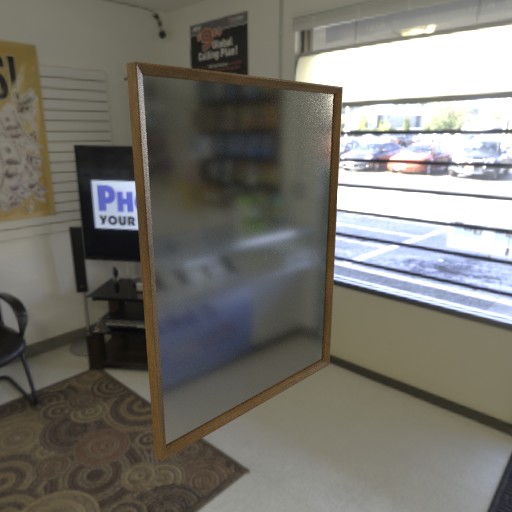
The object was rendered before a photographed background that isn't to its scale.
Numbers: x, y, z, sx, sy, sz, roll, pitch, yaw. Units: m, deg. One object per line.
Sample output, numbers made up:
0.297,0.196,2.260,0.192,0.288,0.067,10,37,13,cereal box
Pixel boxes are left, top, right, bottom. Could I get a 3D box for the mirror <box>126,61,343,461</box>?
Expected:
0.000,0.000,1.351,0.762,1.016,0.041,-14,21,-42,mirror
